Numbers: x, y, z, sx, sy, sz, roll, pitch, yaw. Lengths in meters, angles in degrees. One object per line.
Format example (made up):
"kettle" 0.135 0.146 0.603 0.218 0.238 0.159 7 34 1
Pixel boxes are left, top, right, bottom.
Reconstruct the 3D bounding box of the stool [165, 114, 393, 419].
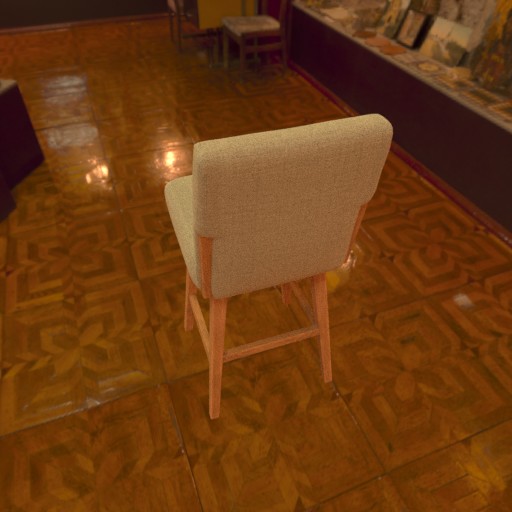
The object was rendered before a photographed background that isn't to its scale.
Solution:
"stool" 0.000 0.000 1.421 0.483 1.106 0.569 -13 44 -14
